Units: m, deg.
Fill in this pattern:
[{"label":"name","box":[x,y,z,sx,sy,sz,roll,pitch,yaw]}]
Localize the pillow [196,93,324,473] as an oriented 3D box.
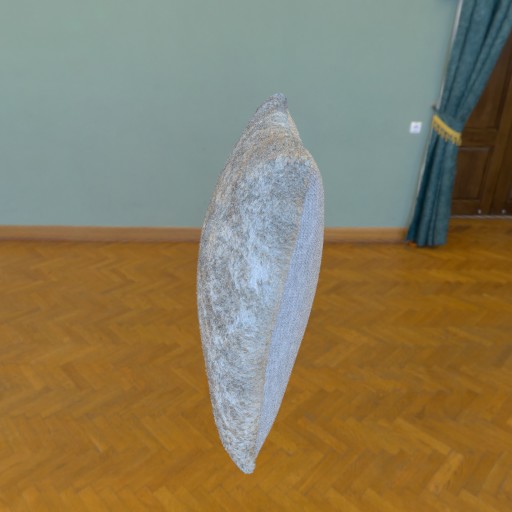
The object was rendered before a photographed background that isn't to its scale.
[{"label":"pillow","box":[0.000,0.000,0.817,0.218,0.515,0.529,0,27,-1]}]
